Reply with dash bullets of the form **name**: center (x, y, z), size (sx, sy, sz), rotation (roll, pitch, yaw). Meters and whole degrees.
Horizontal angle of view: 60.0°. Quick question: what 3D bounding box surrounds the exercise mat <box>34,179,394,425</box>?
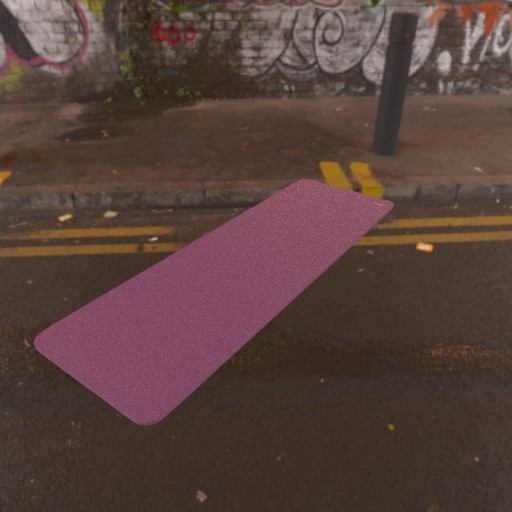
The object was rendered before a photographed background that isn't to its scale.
- **exercise mat**: center (0.000, 0.000, 2.040), size (0.616, 0.021, 1.869), rotation (22, 38, 30)
